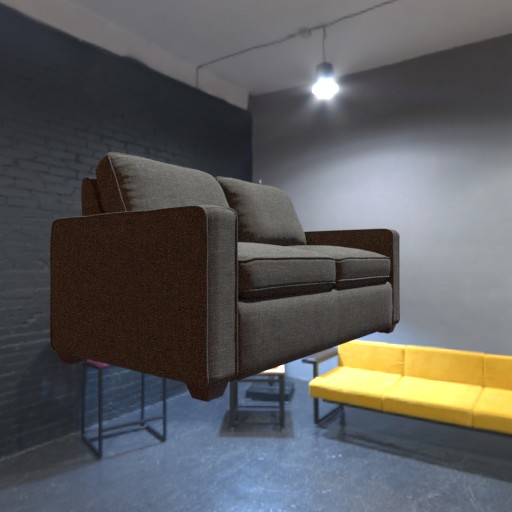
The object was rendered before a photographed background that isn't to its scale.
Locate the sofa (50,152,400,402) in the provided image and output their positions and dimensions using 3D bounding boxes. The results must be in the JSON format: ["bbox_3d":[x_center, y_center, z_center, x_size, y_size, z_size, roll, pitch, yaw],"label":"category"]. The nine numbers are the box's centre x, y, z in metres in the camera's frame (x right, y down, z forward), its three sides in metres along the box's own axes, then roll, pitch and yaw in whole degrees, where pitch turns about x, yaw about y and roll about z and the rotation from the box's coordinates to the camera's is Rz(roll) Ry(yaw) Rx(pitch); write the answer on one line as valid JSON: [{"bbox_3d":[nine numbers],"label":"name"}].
[{"bbox_3d":[0.000,0.000,2.277,0.947,0.918,1.709,0,0,37],"label":"sofa"}]
